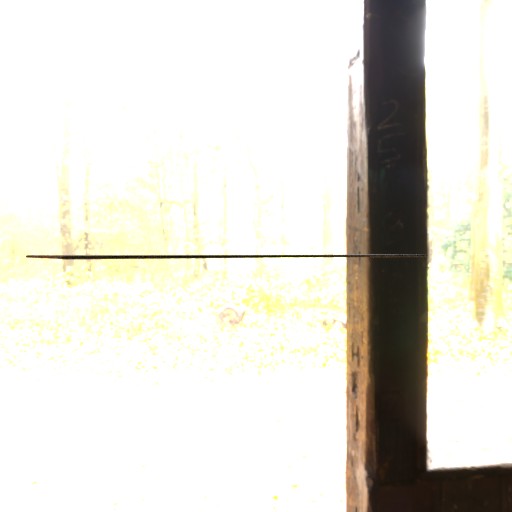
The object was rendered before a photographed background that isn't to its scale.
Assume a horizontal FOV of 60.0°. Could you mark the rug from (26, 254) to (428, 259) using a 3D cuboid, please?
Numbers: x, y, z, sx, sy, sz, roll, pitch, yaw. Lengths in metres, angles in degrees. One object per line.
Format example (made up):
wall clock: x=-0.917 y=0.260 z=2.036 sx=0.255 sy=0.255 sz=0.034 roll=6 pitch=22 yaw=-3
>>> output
rug: x=0.000 y=0.000 z=2.707 sx=2.413 sy=0.016 sz=0.810 roll=0 pitch=0 yaw=-36
